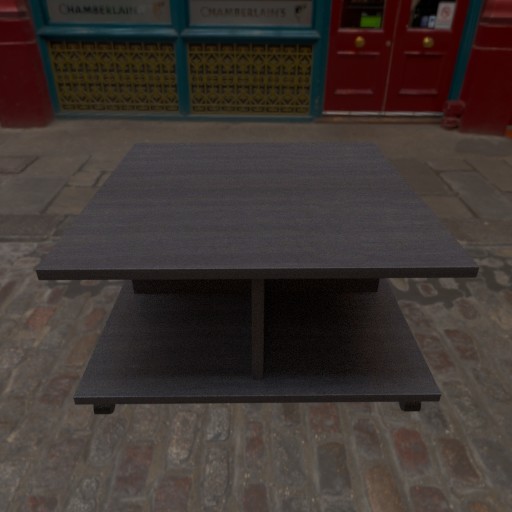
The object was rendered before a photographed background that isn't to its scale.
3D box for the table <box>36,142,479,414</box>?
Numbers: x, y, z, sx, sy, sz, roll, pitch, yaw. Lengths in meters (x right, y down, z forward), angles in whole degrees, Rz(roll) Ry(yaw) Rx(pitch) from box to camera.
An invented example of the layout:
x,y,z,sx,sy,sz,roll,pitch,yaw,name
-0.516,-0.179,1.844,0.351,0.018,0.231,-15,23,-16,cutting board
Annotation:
x,y,z,sx,sy,sz,roll,pitch,yaw,name
0.000,0.000,1.187,0.762,0.396,0.762,0,30,-1,table
